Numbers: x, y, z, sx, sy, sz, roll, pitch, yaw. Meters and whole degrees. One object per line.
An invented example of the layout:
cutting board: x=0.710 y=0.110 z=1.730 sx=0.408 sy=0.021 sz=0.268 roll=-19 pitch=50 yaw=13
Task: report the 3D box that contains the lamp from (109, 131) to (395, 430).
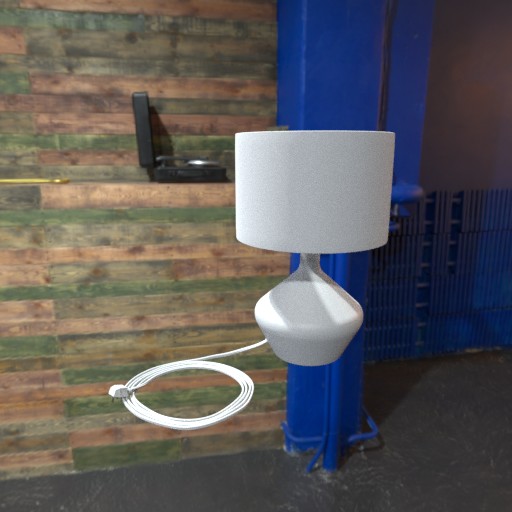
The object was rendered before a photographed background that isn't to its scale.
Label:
lamp: x=0.000 y=0.000 z=0.852 sx=0.546 sy=0.457 sz=0.401 roll=-2 pitch=14 yaw=-8
